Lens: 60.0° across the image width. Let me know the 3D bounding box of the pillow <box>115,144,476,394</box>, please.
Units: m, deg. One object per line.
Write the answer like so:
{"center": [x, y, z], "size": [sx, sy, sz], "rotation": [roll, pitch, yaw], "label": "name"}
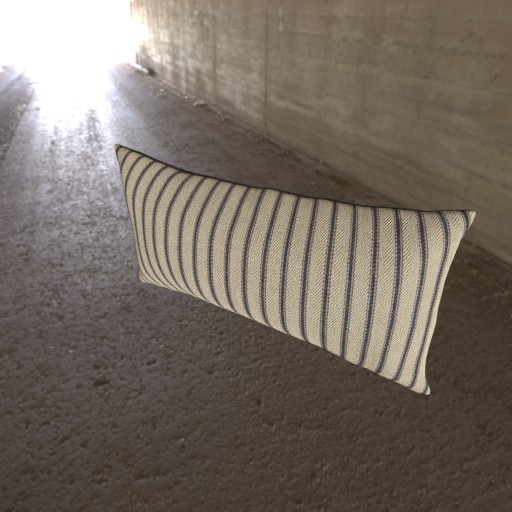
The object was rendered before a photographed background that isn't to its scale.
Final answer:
{"center": [0.000, 0.000, 0.729], "size": [0.609, 0.305, 0.151], "rotation": [18, 34, 29], "label": "pillow"}
